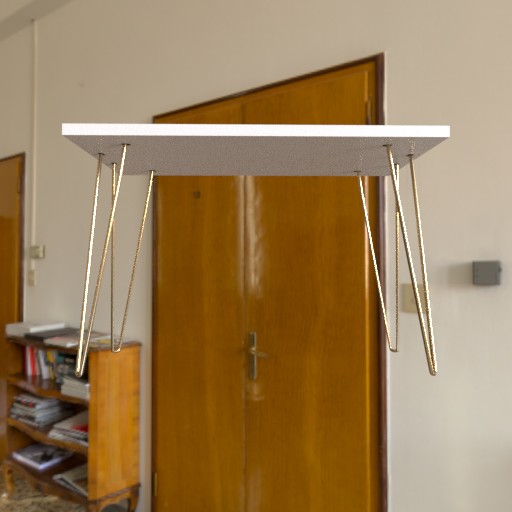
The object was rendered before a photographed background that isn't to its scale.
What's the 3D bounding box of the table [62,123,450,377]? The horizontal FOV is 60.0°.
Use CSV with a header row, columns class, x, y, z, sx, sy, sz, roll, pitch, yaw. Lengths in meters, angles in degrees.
class,x,y,z,sx,sy,sz,roll,pitch,yaw
table,0.000,0.000,1.372,0.991,0.660,0.498,0,-1,-1
